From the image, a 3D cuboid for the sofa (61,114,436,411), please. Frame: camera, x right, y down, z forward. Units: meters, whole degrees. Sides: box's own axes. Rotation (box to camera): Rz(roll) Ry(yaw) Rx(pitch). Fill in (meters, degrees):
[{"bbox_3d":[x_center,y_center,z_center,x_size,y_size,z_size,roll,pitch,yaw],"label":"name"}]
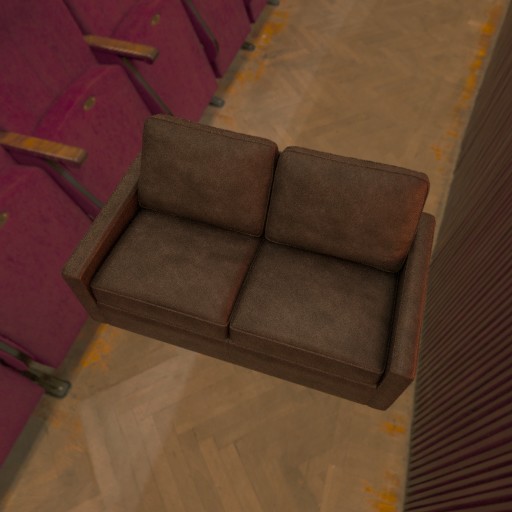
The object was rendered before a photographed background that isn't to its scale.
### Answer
[{"bbox_3d":[0.000,0.000,2.340,1.732,0.916,0.939,15,58,10],"label":"sofa"}]
